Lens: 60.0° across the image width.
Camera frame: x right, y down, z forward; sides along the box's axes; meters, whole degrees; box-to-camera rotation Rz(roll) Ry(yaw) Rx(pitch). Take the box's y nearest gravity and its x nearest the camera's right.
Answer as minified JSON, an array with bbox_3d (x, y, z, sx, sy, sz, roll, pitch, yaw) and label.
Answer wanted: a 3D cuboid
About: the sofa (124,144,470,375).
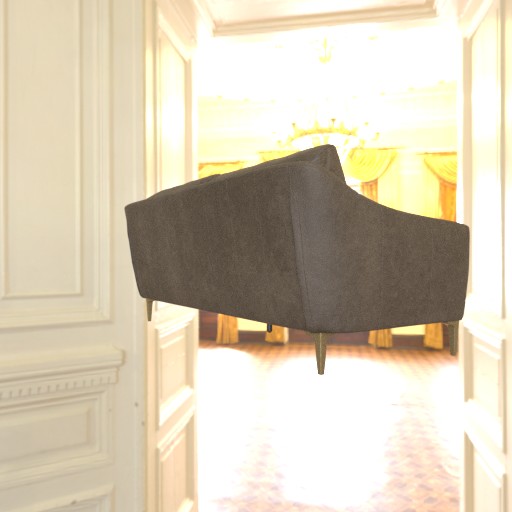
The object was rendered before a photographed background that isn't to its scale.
[{"bbox_3d":[0.000,0.000,2.548,0.960,0.902,2.036,0,0,-36],"label":"sofa"}]
